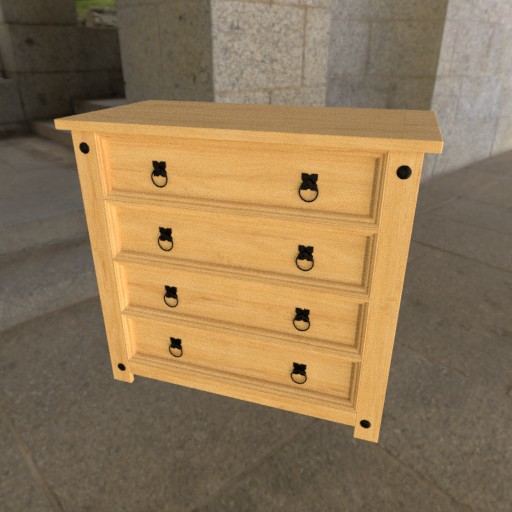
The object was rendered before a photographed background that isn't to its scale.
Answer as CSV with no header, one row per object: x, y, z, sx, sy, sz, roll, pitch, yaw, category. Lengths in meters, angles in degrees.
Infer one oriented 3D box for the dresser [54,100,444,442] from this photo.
0.000,0.000,1.192,0.800,0.730,0.410,8,26,16,dresser
